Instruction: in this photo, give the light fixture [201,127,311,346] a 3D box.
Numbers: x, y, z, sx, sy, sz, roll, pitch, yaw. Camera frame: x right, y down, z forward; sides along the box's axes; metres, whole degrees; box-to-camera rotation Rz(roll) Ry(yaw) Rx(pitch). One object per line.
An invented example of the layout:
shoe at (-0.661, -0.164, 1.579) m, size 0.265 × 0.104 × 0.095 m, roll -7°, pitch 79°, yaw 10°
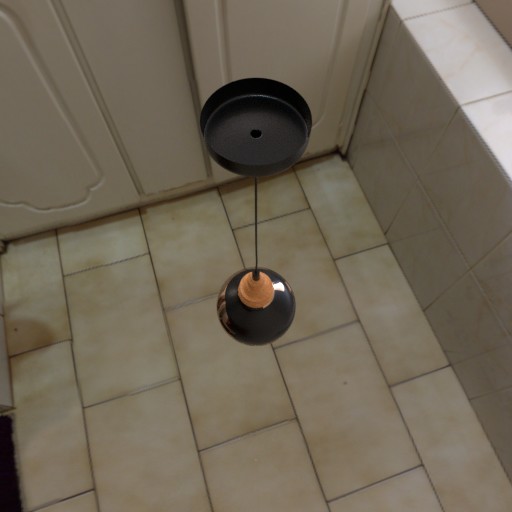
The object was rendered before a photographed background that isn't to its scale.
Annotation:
light fixture at (0.000, 0.000, 1.816) m, size 0.430 × 1.606 × 0.430 m, roll -14°, pitch 66°, yaw -7°
